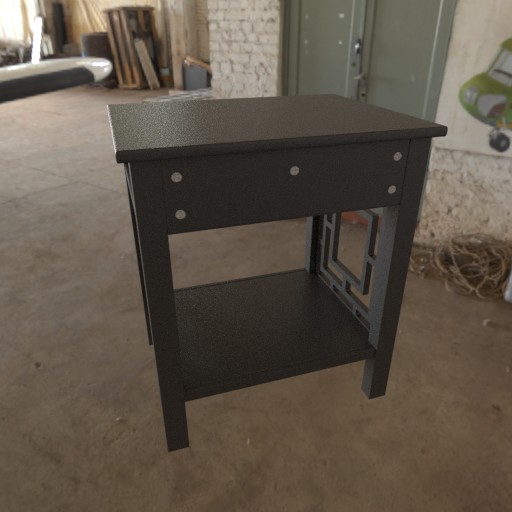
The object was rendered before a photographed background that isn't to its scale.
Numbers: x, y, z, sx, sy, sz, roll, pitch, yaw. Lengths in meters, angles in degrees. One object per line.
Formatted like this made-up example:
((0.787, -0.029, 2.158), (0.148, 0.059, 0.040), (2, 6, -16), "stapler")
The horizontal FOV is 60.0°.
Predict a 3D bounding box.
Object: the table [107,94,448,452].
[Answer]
((0.000, 0.000, 1.039), (0.564, 0.646, 0.451), (-9, 29, -16), "table")
